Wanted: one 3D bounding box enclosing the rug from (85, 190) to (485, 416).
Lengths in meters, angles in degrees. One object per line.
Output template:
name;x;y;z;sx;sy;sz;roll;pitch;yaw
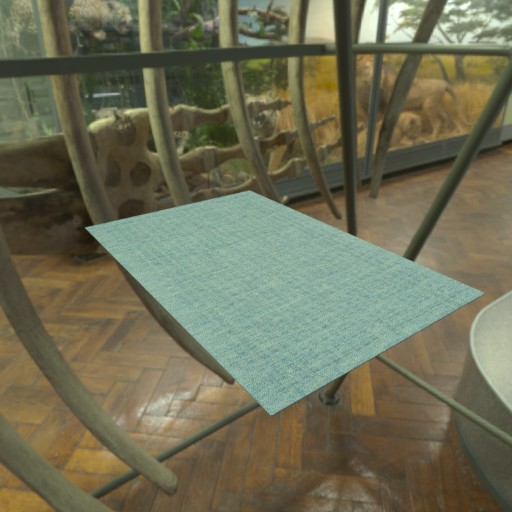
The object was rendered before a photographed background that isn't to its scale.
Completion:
rug;0.000;0.000;2.917;1.522;0.006;2.286;-18;32;-32
